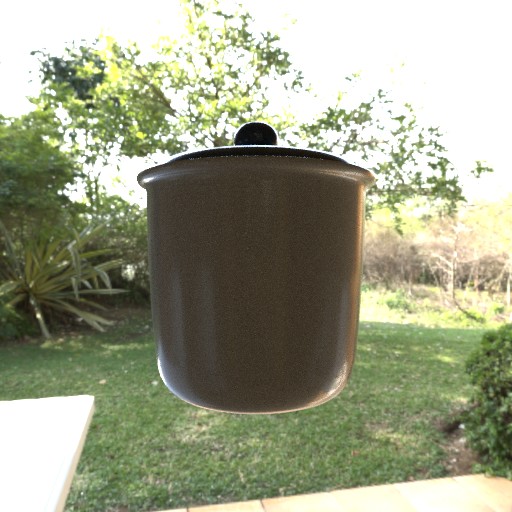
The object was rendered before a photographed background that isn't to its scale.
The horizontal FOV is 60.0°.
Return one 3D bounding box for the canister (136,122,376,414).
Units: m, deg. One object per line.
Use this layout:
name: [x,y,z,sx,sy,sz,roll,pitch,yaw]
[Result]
canister: [0.000,0.000,0.348,0.182,0.208,0.182,0,0,0]
